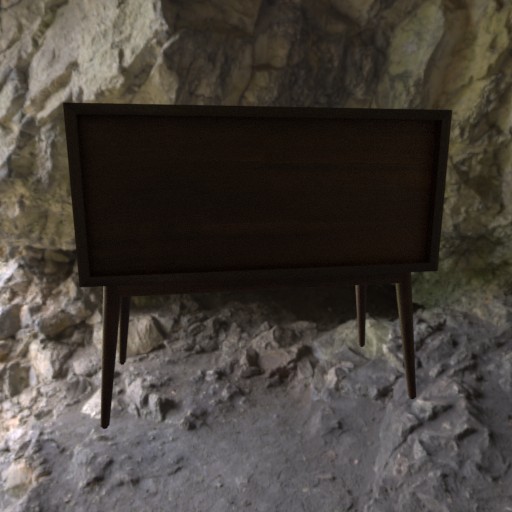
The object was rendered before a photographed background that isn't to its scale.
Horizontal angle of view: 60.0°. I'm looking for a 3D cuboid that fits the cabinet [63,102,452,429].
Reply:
[{"bbox_3d":[0.000,0.000,1.075,0.743,0.654,0.354,-2,13,-9],"label":"cabinet"}]
